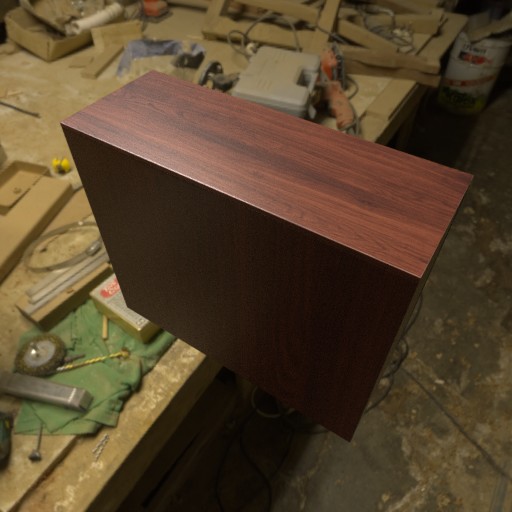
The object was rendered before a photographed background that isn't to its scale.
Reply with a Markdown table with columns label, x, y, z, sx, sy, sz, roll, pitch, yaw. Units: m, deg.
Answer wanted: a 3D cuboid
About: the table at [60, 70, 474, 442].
| label | x | y | z | sx | sy | sz | roll | pitch | yaw |
| --- | --- | --- | --- | --- | --- | --- | --- | --- | --- |
| table | 0.000 | 0.000 | 1.338 | 0.930 | 0.790 | 0.380 | 26 | 53 | 22 |
